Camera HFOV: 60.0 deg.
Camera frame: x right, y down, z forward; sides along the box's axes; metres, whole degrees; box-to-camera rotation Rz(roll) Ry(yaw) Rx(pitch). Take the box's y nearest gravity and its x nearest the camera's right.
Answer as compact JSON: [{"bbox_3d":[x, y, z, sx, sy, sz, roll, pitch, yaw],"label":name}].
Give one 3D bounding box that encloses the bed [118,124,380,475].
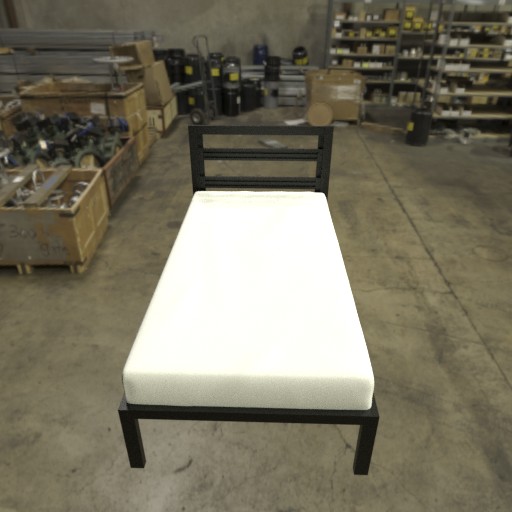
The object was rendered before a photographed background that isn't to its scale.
[{"bbox_3d":[0.000,0.000,2.446,0.991,0.967,1.930,1,30,2],"label":"bed"}]
